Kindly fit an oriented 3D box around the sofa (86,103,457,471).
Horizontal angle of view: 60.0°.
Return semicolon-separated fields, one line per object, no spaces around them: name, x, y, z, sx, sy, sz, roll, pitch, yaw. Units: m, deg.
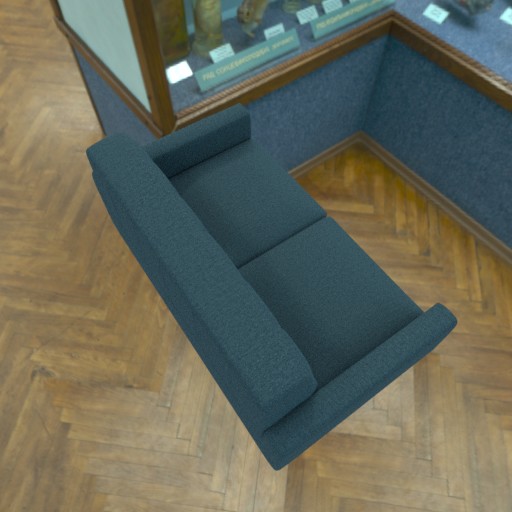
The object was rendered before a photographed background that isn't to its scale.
sofa;0.000;0.000;2.179;0.942;0.896;1.651;-31;63;-17
